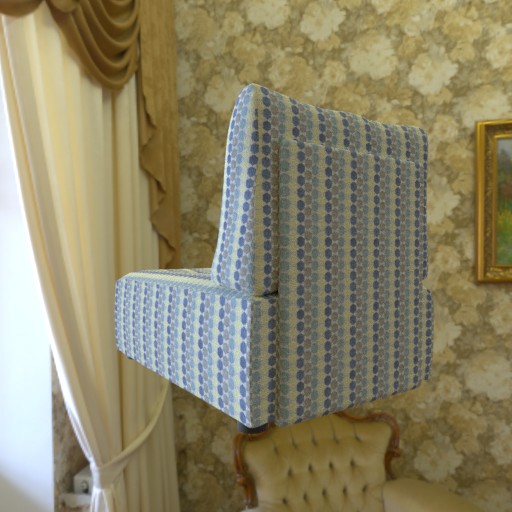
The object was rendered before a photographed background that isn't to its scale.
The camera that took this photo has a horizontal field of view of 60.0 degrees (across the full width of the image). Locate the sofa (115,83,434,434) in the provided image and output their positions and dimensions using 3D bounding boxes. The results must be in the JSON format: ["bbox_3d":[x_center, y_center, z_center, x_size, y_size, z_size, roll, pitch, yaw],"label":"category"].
[{"bbox_3d":[0.000,0.000,1.580,0.700,0.820,1.000,-1,1,-35],"label":"sofa"}]
